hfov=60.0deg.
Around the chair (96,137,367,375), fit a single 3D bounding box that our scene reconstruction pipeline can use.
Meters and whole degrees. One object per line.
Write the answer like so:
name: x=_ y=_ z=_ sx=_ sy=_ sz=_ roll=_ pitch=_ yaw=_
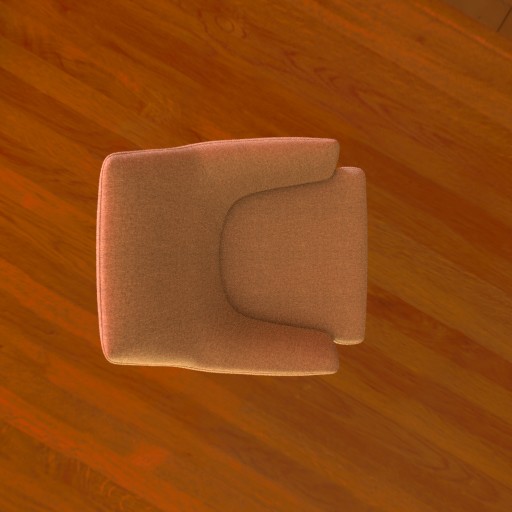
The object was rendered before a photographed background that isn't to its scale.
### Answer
chair: x=0.000 y=0.000 z=1.349 sx=0.677 sy=0.874 sz=0.642 roll=0 pitch=91 yaw=0
